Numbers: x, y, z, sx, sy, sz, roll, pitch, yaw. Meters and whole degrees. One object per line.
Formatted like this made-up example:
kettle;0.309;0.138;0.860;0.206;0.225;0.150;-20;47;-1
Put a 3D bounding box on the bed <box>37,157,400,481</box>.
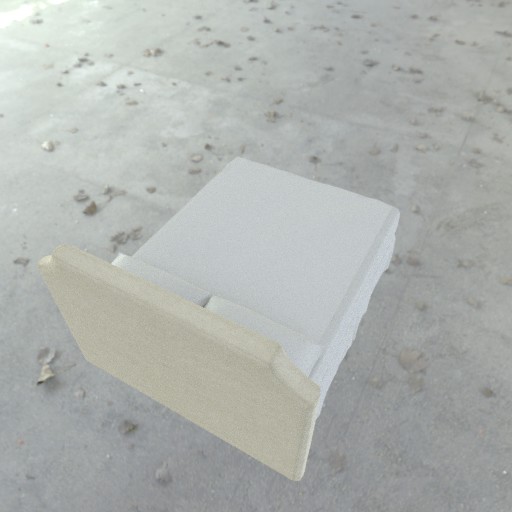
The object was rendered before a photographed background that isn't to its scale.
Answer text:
bed;0.000;0.000;3.282;1.828;1.297;2.164;22;50;20
